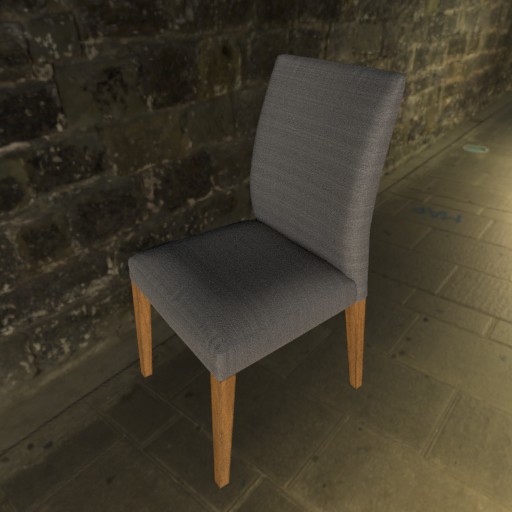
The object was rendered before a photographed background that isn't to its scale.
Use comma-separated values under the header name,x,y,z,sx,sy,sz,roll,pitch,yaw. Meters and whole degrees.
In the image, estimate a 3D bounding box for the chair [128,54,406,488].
name,x,y,z,sx,sy,sz,roll,pitch,yaw
chair,0.000,0.000,1.209,0.585,0.940,0.496,-21,37,-30
